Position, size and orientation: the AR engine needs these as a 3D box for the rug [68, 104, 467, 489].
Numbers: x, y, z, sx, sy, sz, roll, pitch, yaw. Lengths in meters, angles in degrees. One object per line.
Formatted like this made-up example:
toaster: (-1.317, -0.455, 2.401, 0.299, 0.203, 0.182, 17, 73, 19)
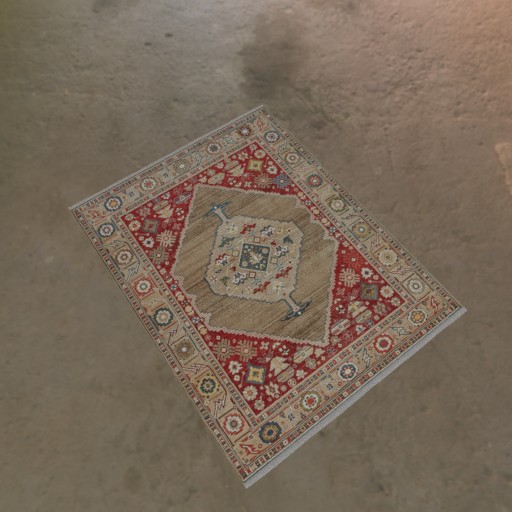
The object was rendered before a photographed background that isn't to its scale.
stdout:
rug: (0.000, 0.000, 4.256, 2.451, 0.008, 3.143, -33, 68, -15)
